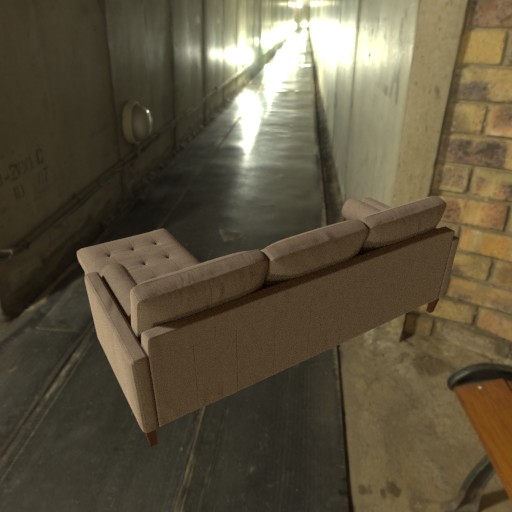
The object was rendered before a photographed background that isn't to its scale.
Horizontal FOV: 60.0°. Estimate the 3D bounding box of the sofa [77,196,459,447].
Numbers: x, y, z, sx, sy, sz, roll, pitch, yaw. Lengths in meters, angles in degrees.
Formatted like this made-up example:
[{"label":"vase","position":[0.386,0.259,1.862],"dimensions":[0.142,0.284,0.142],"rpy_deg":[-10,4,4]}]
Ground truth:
[{"label":"sofa","position":[0.000,0.000,2.986],"dimensions":[2.178,0.875,1.506],"rpy_deg":[-17,34,-27]}]
